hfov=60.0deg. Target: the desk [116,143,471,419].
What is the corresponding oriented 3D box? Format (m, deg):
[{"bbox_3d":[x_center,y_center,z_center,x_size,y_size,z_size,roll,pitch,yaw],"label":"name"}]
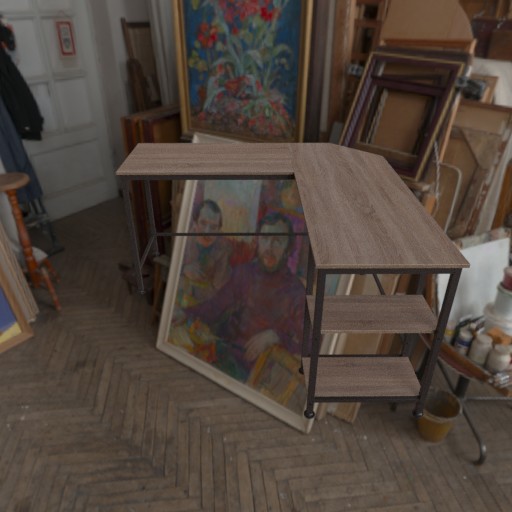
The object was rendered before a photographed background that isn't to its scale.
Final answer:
[{"bbox_3d":[0.000,0.000,2.210,1.379,0.739,1.379,0,30,0],"label":"desk"}]
